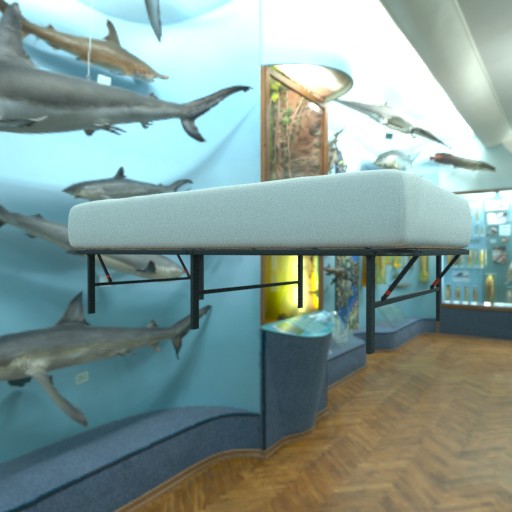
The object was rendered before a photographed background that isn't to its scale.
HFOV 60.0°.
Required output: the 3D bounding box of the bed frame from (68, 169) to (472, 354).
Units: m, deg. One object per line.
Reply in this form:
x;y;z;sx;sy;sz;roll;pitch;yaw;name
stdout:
0.000;0.000;2.330;1.908;0.640;1.025;0;1;36;bed frame
